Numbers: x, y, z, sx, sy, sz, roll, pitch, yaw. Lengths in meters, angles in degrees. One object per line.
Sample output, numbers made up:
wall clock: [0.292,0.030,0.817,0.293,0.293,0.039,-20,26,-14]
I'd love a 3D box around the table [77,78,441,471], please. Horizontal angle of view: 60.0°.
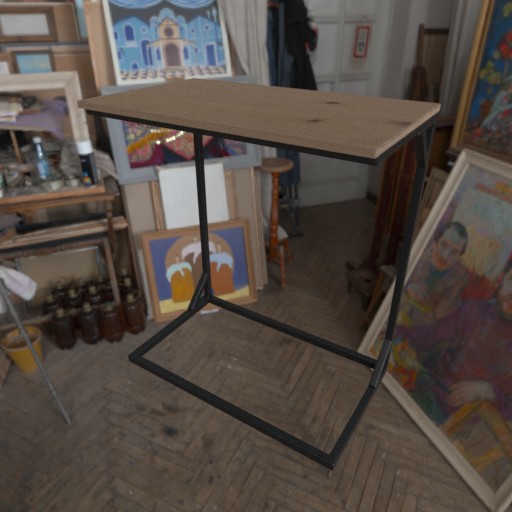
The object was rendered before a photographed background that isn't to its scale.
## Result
table: [0.000,0.000,1.008,0.597,0.673,0.351,18,34,28]
